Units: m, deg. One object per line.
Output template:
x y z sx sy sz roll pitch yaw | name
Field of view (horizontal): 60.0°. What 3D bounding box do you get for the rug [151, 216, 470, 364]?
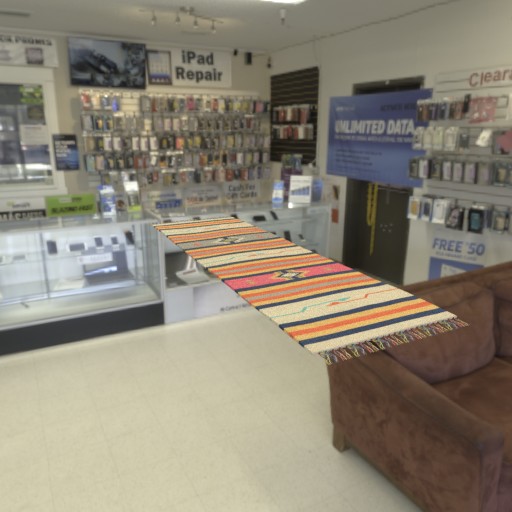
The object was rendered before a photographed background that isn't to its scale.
0.000 0.000 2.637 0.695 0.017 2.455 -8 18 -25 | rug
